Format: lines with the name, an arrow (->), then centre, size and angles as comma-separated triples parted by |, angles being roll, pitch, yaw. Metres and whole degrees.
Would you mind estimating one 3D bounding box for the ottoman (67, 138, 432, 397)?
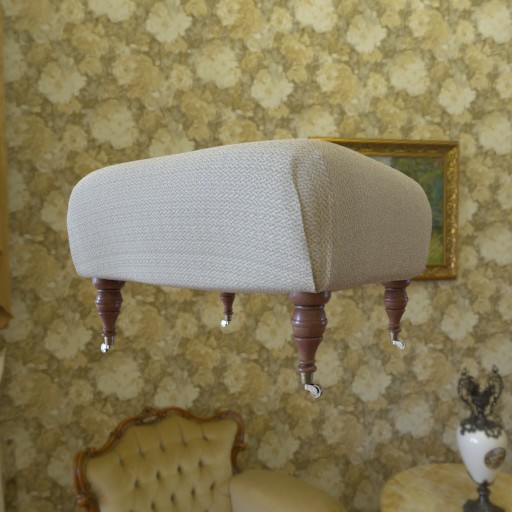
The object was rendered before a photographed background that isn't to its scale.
ottoman -> 0.000, 0.000, 1.056 | 0.684, 0.447, 0.622 | 0, 1, 36
